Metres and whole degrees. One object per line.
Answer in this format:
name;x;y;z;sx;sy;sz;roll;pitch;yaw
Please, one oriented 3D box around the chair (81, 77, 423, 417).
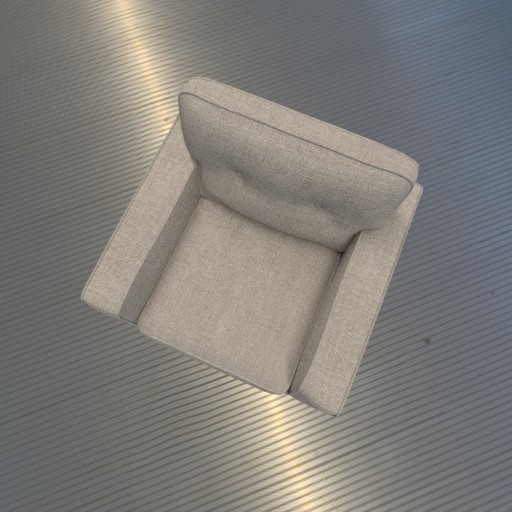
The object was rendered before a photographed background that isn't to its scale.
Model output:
chair;0.000;0.000;1.783;1.015;0.965;0.939;23;77;6
